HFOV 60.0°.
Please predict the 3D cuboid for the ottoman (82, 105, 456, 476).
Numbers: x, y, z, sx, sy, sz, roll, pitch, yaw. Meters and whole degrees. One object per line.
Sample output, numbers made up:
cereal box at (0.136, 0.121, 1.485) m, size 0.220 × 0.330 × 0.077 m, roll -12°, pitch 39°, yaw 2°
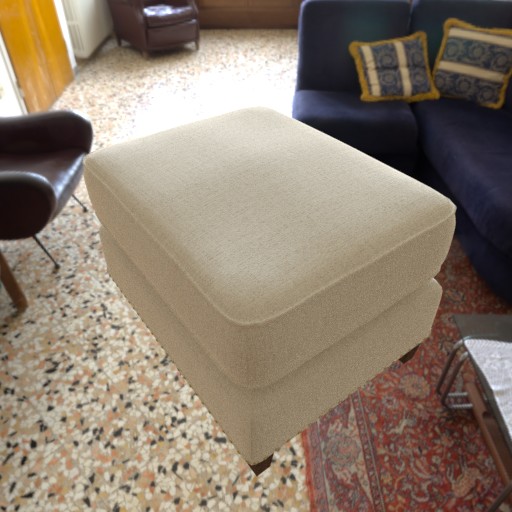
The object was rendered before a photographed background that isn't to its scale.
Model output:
ottoman at (0.000, 0.000, 1.121) m, size 0.589 × 0.537 × 0.738 m, roll -26°, pitch 46°, yaw -27°
